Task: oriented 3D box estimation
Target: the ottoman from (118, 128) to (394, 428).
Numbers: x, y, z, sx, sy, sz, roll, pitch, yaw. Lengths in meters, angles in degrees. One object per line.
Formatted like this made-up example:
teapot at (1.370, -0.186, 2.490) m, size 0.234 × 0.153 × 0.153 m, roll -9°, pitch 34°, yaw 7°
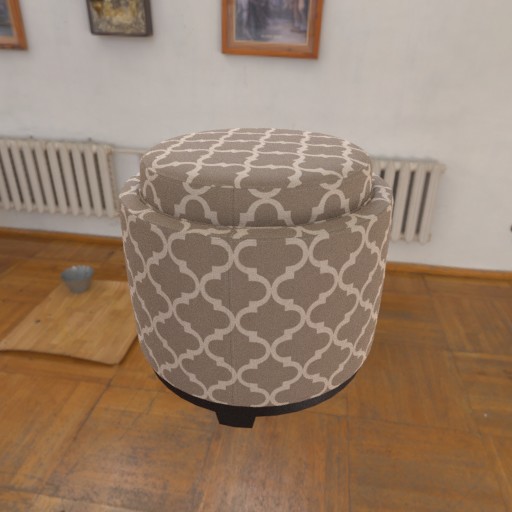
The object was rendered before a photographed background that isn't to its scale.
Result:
ottoman at (0.000, 0.000, 0.852) m, size 0.480 × 0.429 × 0.480 m, roll 0°, pitch 27°, yaw 0°
